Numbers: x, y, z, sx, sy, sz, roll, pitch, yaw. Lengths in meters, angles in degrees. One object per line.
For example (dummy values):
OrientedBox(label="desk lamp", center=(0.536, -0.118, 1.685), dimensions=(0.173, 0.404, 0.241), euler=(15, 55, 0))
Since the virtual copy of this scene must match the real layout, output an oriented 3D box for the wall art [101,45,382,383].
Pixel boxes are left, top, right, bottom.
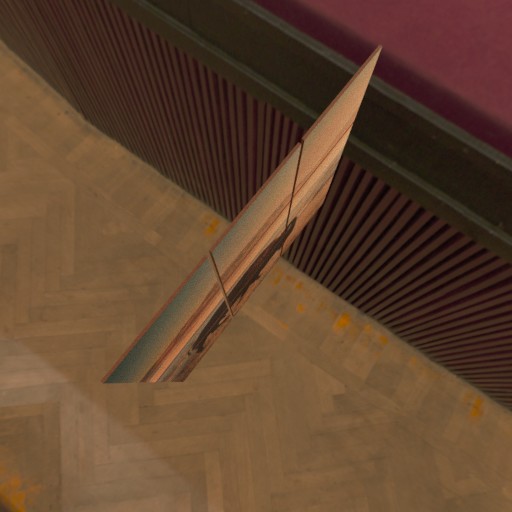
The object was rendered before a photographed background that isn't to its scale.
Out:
OrientedBox(label="wall art", center=(0.000, 0.000, 2.237), dimensions=(0.019, 1.532, 1.533), euler=(36, 77, 9))
